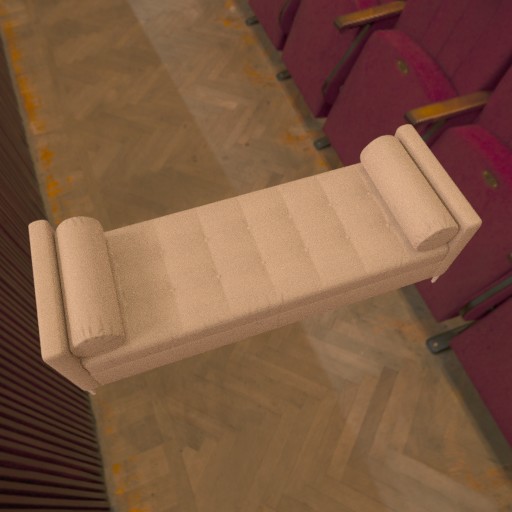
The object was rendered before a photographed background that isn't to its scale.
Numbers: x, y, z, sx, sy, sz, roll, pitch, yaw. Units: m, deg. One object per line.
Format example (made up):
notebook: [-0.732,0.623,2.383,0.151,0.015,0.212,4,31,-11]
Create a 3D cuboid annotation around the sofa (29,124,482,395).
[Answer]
sofa: [0.000,0.000,2.286,1.981,0.635,0.686,-17,61,-10]
